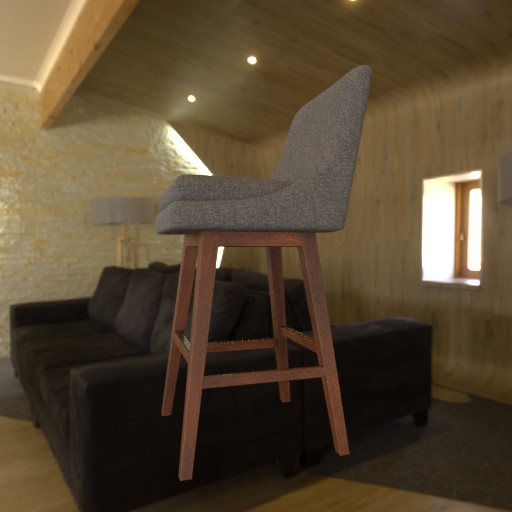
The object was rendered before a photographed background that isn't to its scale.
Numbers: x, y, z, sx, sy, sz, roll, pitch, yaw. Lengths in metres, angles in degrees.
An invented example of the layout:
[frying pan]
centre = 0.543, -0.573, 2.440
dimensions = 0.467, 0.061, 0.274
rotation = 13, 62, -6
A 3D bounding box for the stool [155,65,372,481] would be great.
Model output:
[stool]
centre = 0.000, 0.000, 1.353
dimensions = 0.572, 1.068, 0.489
rotation = 0, 1, -18
